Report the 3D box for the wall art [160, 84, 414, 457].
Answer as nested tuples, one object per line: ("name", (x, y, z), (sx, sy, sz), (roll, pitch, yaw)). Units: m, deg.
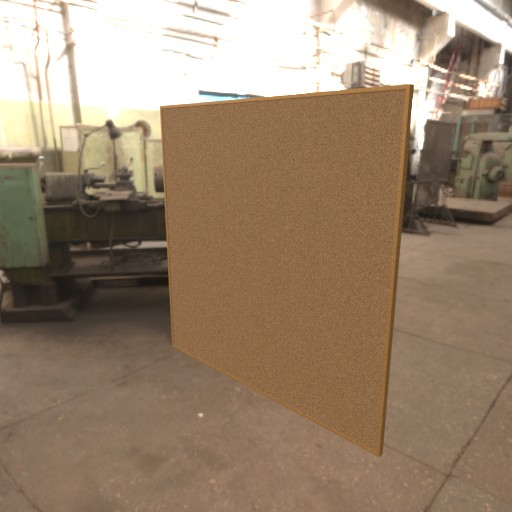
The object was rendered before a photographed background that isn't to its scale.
("wall art", (0.000, 0.000, 0.972), (0.657, 0.655, 0.014), (14, 20, 42))
